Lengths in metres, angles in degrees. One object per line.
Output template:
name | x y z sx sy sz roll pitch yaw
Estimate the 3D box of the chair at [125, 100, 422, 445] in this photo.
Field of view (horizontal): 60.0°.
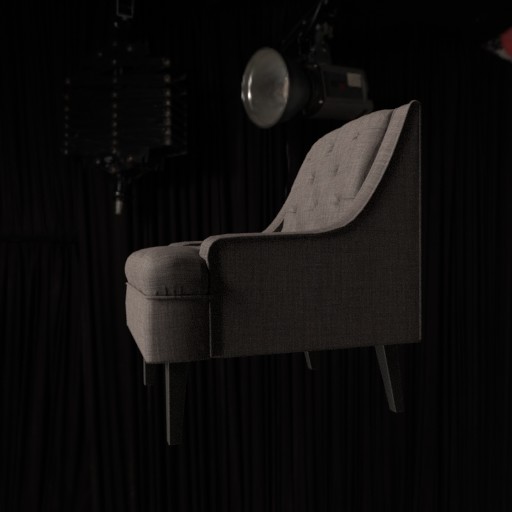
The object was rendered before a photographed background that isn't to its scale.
chair | 0.000 0.000 1.404 0.771 0.891 0.655 0 0 -20
